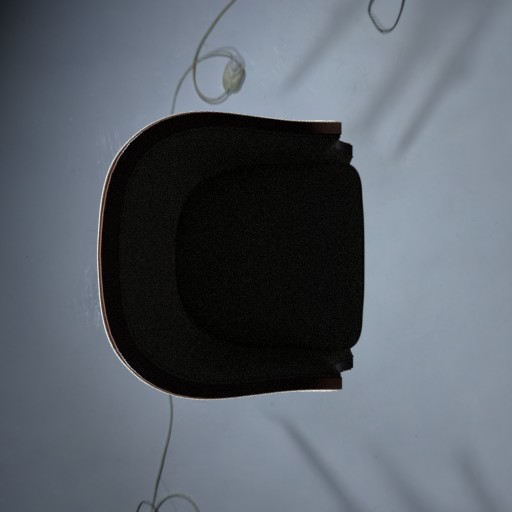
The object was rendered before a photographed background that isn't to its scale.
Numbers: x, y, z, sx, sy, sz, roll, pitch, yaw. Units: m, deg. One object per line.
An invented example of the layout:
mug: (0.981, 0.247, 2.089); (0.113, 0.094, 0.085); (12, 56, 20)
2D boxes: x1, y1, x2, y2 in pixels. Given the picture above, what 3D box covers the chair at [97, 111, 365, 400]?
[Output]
chair: (0.000, 0.000, 1.446); (0.735, 0.876, 0.803); (0, 89, 0)
